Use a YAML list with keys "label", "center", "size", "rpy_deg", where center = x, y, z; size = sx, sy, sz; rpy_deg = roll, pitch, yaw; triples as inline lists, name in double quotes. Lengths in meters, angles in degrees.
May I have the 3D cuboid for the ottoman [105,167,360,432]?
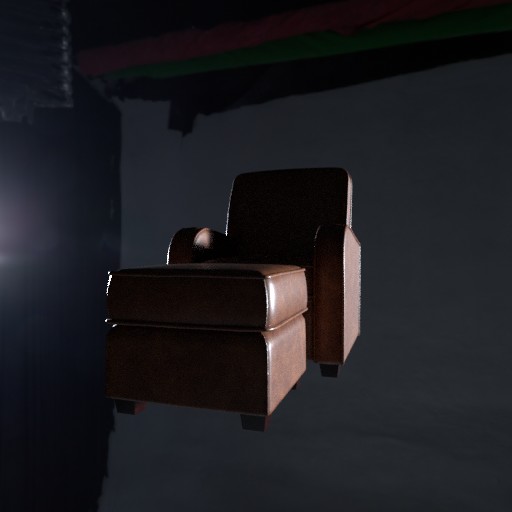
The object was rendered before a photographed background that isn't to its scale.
- label: "ottoman"
  center: [0.000, 0.000, 1.804]
  size: [0.732, 0.904, 1.314]
  rpy_deg: [0, 1, 18]
